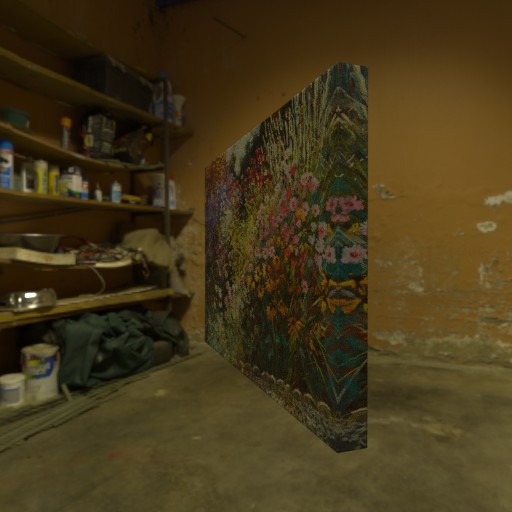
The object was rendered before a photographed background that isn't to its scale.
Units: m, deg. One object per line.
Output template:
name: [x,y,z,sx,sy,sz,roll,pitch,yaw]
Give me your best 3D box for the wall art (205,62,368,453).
wall art: [0.000,0.000,0.753,0.037,0.406,0.610,0,0,-20]
